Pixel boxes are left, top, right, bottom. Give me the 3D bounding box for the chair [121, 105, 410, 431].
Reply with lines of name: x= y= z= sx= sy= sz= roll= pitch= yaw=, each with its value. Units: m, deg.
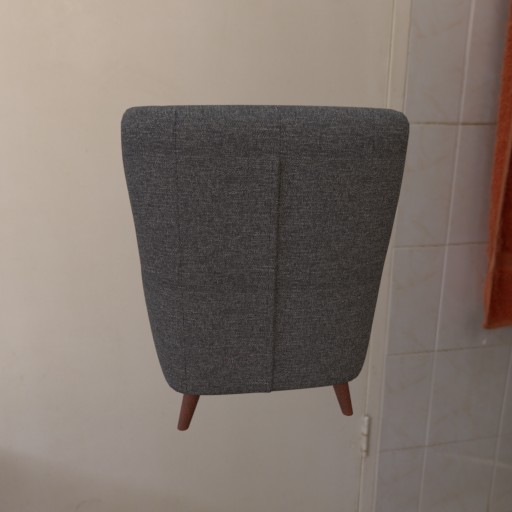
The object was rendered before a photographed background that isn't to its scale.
chair: x=0.000 y=0.000 z=1.728 sx=0.878 sy=1.063 sz=0.904 roll=-2 pitch=15 yaw=-8
